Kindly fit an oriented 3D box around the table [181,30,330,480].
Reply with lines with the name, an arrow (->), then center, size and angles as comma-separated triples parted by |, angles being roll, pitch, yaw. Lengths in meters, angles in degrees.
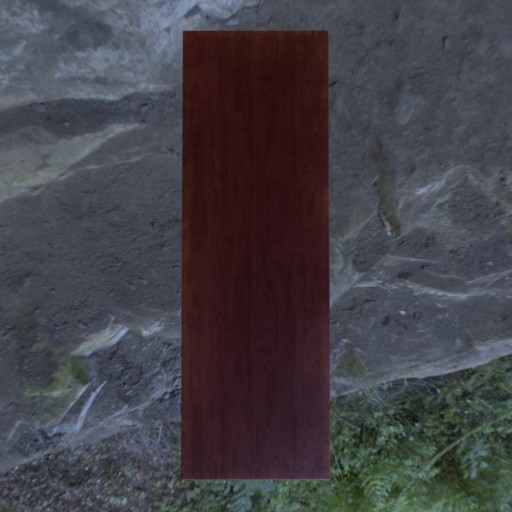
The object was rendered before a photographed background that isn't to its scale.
table -> 0.000, 0.000, 1.537 | 0.392, 0.739, 1.188 | 0, 89, 0
